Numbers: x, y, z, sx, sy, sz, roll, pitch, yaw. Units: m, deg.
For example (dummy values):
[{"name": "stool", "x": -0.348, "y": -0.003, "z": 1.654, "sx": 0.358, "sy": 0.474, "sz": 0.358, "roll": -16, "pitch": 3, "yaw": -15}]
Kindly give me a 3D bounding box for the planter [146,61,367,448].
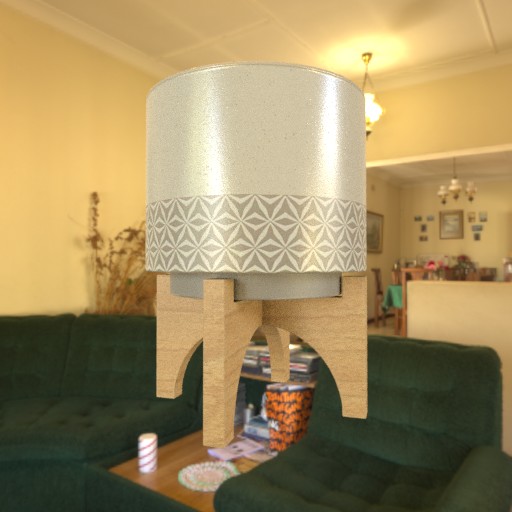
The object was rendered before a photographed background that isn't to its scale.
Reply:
[{"name": "planter", "x": 0.000, "y": 0.000, "z": 0.514, "sx": 0.249, "sy": 0.343, "sz": 0.249, "roll": 0, "pitch": -1, "yaw": 0}]
